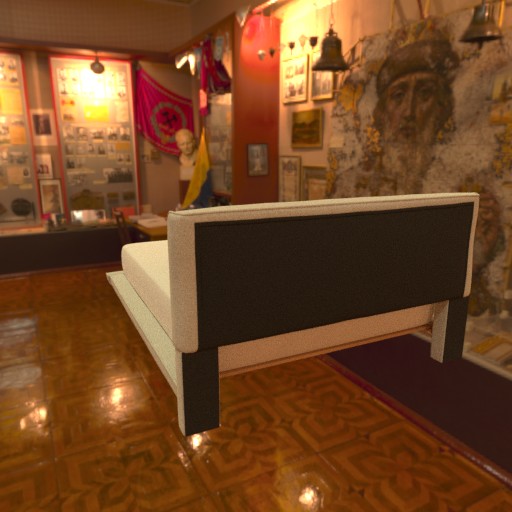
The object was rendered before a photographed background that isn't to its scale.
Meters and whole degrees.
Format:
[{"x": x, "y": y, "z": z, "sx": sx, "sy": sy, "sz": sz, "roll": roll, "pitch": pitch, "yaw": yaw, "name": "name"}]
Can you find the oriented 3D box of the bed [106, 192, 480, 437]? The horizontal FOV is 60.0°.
[{"x": 0.000, "y": 0.000, "z": 3.496, "sx": 1.980, "sy": 1.126, "sz": 2.498, "roll": -7, "pitch": 15, "yaw": -25, "name": "bed"}]
